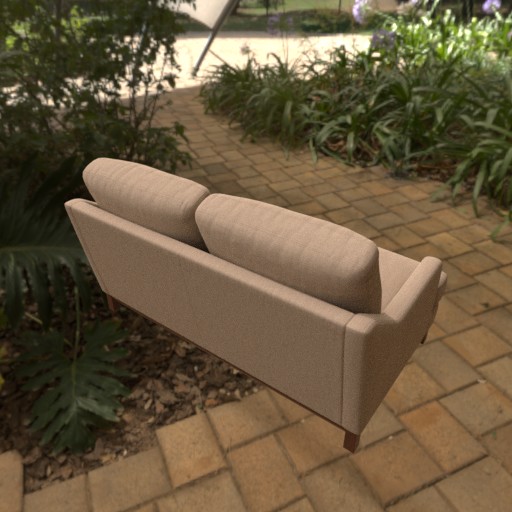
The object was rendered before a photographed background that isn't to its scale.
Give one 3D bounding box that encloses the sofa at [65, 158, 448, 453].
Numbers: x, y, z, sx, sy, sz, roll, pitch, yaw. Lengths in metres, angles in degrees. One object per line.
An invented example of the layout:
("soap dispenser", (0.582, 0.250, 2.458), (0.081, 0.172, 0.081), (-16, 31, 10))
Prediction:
("sofa", (0.000, 0.000, 2.197), (1.619, 0.910, 1.004), (21, 37, 31))
